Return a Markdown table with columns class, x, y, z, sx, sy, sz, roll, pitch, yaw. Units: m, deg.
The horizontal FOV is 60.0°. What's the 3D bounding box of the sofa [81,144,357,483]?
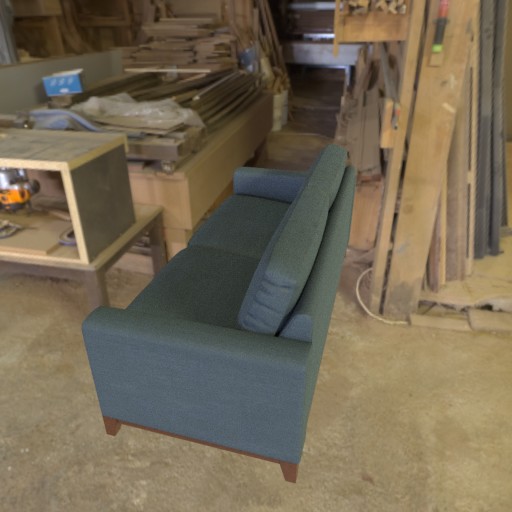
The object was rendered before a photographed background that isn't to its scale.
| class | x | y | z | sx | sy | sz | roll | pitch | yaw |
| --- | --- | --- | --- | --- | --- | --- | --- | --- | --- |
| sofa | 0.000 | 0.000 | 2.387 | 0.877 | 0.865 | 1.900 | 8 | 30 | 14 |
